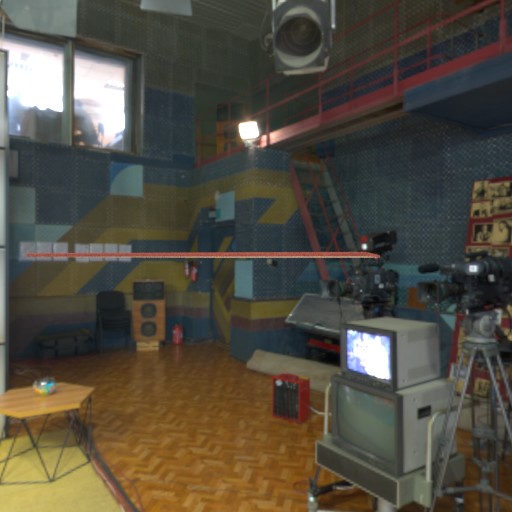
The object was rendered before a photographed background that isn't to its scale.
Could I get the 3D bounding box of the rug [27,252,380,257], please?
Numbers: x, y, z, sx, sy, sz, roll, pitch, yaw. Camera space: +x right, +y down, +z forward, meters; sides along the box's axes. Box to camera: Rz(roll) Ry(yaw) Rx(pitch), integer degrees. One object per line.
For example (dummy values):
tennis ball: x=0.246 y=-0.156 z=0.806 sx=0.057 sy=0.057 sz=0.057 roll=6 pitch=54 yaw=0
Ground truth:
rug: x=0.000 y=0.000 z=2.329 sx=1.219 sy=0.014 sz=1.829 roll=0 pitch=0 yaw=17
